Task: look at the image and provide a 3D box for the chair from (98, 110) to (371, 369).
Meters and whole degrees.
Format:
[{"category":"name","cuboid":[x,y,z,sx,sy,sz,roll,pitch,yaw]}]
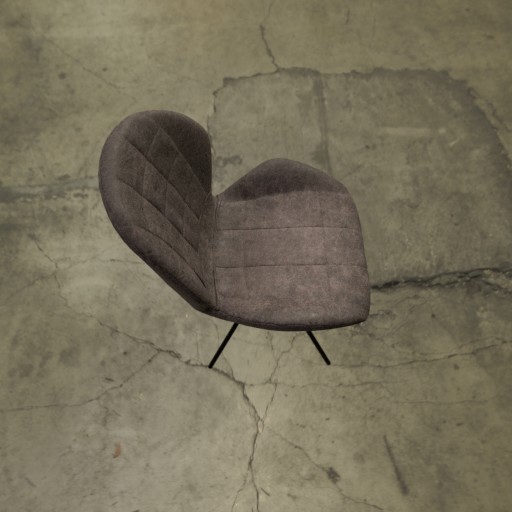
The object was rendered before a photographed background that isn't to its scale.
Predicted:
[{"category":"chair","cuboid":[0.000,0.000,1.309,0.640,0.934,0.527,-1,63,-1]}]
